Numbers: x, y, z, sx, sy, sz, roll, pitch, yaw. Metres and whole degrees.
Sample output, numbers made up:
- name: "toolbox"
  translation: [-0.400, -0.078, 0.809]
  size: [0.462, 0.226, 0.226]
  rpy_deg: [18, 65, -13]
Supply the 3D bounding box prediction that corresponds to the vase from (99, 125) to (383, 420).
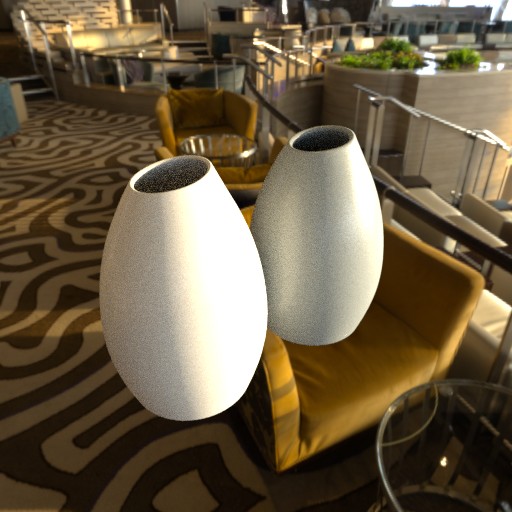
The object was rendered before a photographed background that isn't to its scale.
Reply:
- name: "vase"
  translation: [0.000, 0.000, 0.262]
  size: [0.187, 0.131, 0.089]
  rpy_deg: [-21, 37, -32]
